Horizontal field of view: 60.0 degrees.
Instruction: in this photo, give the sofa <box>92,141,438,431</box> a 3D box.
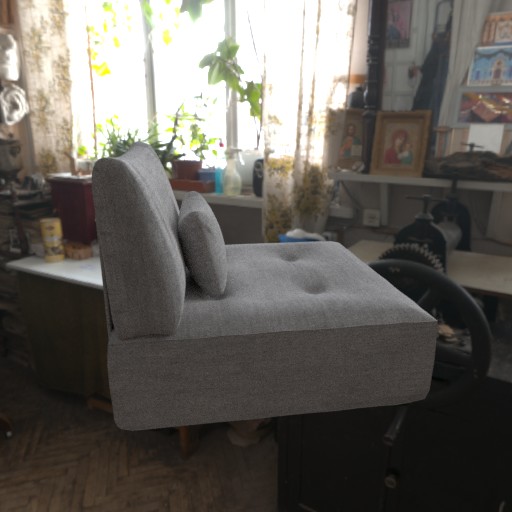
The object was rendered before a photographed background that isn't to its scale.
[{"bbox_3d":[0.000,0.000,1.701,1.000,0.820,0.930,-3,17,-8],"label":"sofa"}]
